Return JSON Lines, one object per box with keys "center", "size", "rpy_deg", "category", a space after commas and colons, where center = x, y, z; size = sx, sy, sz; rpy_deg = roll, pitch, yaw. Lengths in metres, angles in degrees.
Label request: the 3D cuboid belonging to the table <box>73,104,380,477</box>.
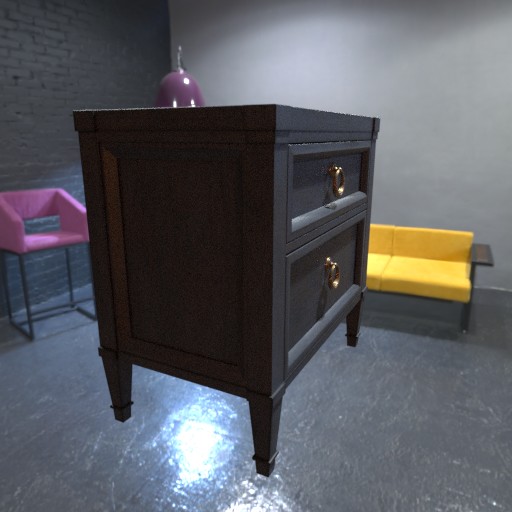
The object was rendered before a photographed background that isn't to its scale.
{"center": [0.000, 0.000, 1.087], "size": [0.413, 0.660, 0.660], "rpy_deg": [8, 17, 27], "category": "table"}
